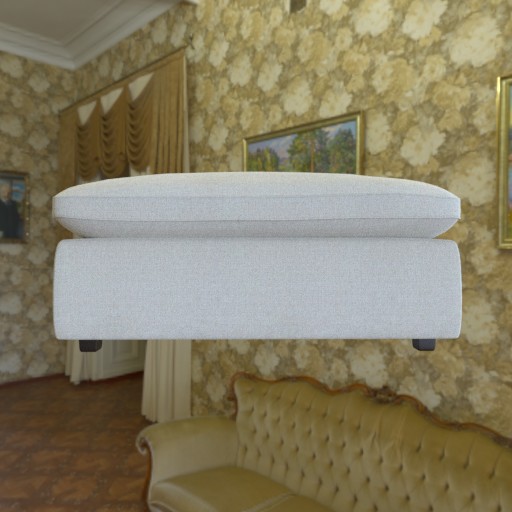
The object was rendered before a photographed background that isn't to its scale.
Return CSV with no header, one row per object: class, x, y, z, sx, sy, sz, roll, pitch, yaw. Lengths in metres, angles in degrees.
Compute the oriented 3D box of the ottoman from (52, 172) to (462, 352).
ottoman,0.000,0.000,1.347,0.984,0.453,0.686,0,0,-1
